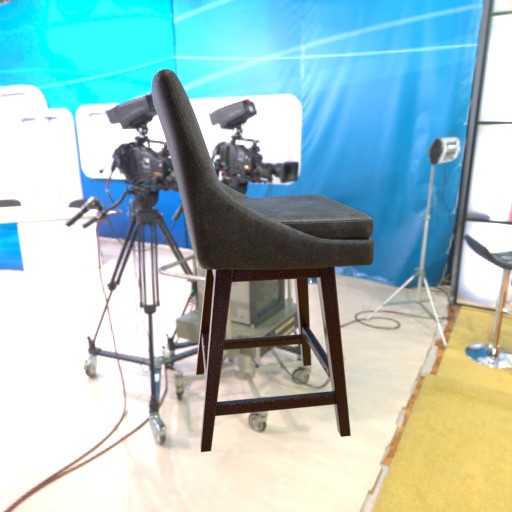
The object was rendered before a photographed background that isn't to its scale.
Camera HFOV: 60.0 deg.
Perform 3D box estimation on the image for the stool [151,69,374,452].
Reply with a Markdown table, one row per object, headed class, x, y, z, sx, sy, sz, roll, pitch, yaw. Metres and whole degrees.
| class | x | y | z | sx | sy | sz | roll | pitch | yaw |
| --- | --- | --- | --- | --- | --- | --- | --- | --- | --- |
| stool | 0.000 | 0.000 | 1.408 | 0.587 | 1.046 | 0.492 | -2 | 16 | -9 |
